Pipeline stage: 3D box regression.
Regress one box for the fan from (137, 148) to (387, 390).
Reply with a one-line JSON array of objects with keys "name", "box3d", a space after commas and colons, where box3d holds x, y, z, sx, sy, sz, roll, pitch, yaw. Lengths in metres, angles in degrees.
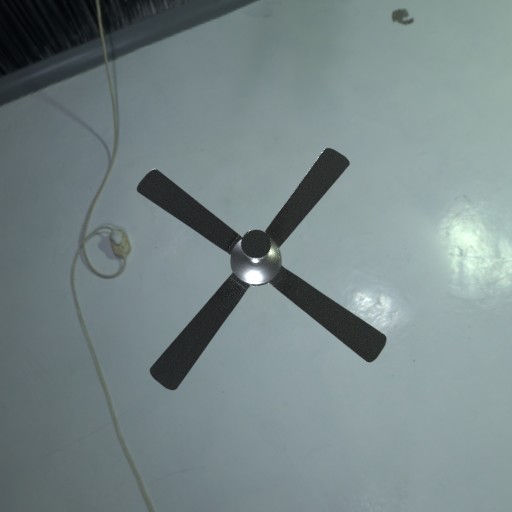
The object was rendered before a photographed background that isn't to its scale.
[{"name": "fan", "box3d": [0.000, 0.000, 1.989, 1.321, 0.381, 1.321, -31, 77, -8]}]
